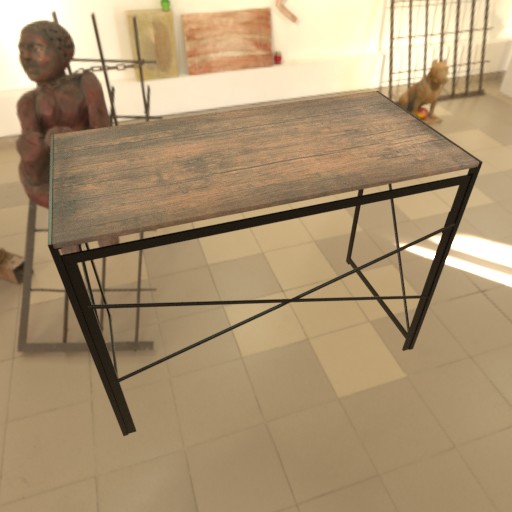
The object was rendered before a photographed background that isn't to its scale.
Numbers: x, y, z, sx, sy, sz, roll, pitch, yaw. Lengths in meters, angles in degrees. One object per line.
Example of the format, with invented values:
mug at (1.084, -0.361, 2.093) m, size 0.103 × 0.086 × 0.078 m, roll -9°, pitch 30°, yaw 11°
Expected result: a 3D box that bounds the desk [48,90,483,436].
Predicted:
desk at (0.000, 0.000, 1.399) m, size 1.015 × 0.747 × 0.505 m, roll -12°, pitch 42°, yaw -14°
